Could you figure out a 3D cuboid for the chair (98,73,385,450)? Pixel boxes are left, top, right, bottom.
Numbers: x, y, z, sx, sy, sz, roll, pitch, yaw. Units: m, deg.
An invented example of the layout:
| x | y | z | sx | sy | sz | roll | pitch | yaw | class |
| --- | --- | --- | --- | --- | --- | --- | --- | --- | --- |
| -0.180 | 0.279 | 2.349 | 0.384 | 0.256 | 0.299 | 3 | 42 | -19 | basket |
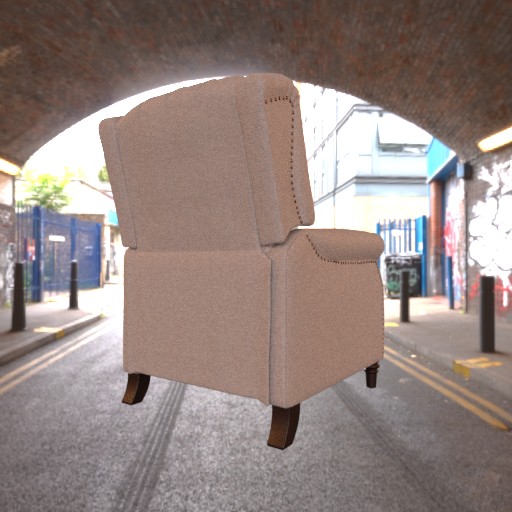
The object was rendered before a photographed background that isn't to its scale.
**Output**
| x | y | z | sx | sy | sz | roll | pitch | yaw | class |
| --- | --- | --- | --- | --- | --- | --- | --- | --- | --- |
| 0.000 | 0.000 | 1.634 | 0.742 | 1.035 | 0.902 | 0 | 0 | 36 | chair |
